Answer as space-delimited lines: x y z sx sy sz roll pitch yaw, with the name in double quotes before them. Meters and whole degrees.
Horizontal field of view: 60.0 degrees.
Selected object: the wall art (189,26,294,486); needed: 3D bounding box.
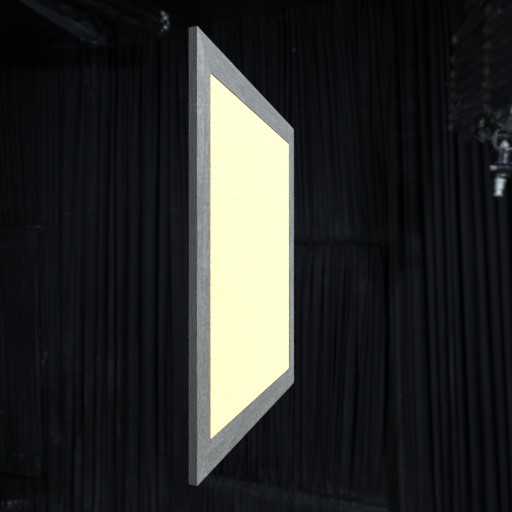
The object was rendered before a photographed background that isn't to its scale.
"wall art" 0.000 0.000 0.776 0.013 0.570 0.476 0 0 19
